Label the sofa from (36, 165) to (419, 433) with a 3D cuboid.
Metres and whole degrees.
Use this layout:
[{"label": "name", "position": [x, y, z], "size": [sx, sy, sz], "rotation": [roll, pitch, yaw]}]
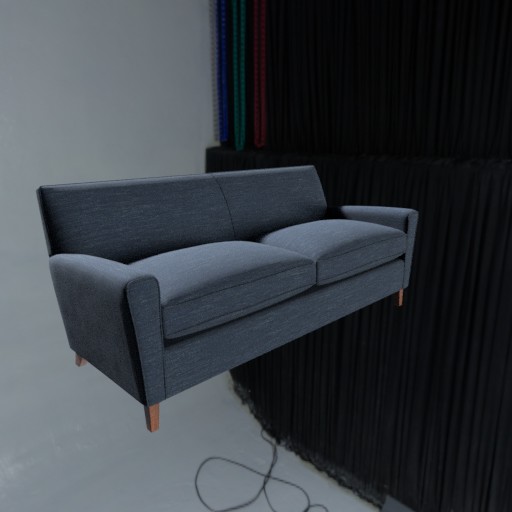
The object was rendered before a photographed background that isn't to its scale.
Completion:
[{"label": "sofa", "position": [0.000, 0.000, 2.420], "size": [1.976, 0.846, 0.875], "rotation": [-14, 21, -42]}]
